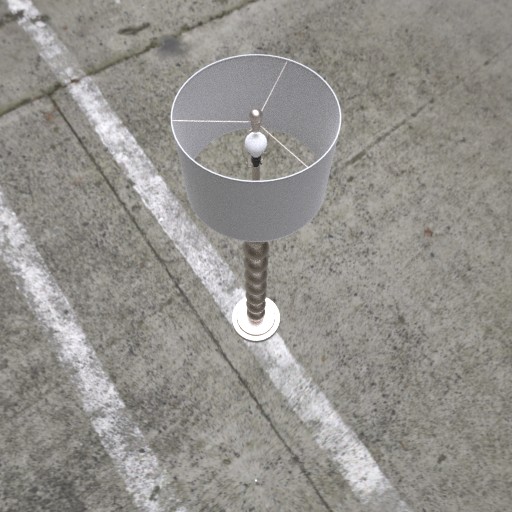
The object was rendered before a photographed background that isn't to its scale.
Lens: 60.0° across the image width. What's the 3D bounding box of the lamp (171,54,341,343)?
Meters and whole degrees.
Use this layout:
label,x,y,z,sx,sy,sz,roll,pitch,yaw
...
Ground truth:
label,x,y,z,sx,sy,sz,roll,pitch,yaw
lamp,0.000,0.000,1.671,0.394,1.474,0.394,-33,68,-15
